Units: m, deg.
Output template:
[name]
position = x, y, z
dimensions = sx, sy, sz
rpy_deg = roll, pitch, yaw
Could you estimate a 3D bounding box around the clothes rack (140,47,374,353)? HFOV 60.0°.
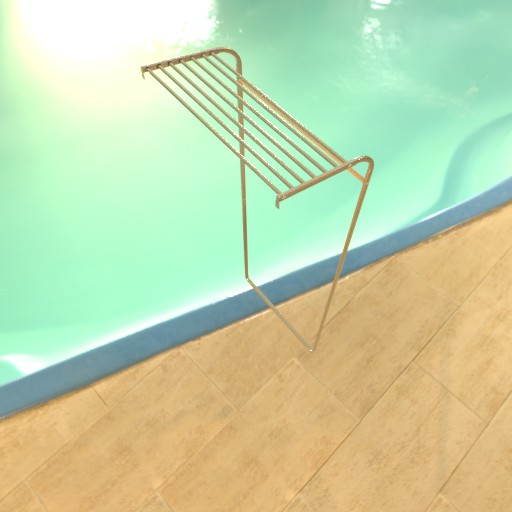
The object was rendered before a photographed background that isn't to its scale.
[clothes rack]
position = 0.000, 0.000, 1.830
dimensions = 0.349, 1.574, 0.609
rpy_deg = -34, 64, -19
